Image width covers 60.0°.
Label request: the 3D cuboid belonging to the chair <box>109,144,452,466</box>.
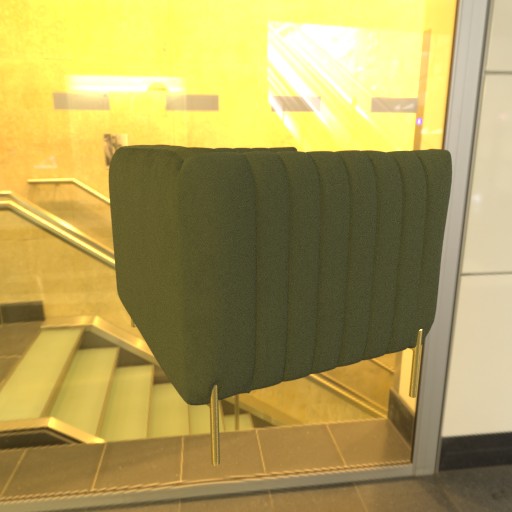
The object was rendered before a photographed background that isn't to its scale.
[{"bbox_3d":[0.000,0.000,1.624,0.877,0.794,1.032,-7,16,-26],"label":"chair"}]
